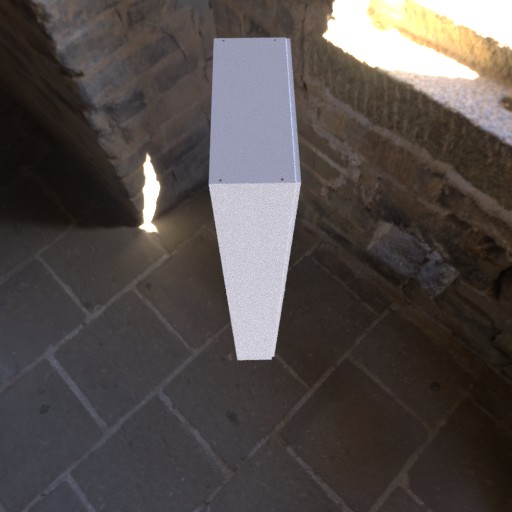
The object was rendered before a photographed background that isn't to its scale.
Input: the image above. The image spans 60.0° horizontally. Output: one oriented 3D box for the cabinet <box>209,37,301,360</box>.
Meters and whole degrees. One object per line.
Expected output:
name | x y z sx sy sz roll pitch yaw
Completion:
cabinet | 0.000 0.000 1.951 0.230 1.790 0.500 -1 64 0
